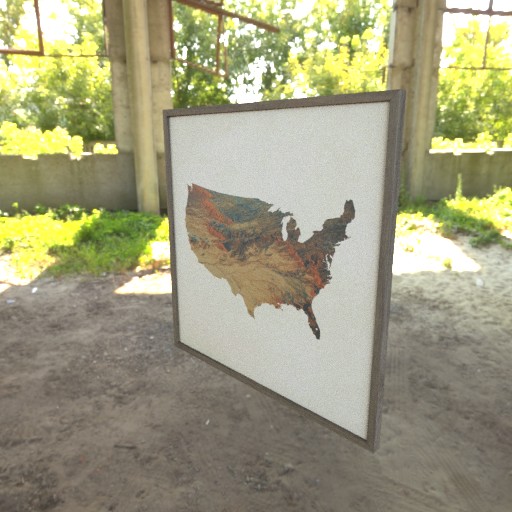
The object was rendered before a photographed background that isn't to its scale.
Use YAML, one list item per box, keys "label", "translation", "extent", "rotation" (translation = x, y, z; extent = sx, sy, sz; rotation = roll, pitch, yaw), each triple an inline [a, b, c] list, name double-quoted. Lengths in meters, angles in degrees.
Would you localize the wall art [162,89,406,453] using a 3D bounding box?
- label: "wall art"
  translation: [0.000, 0.000, 0.771]
  extent: [0.016, 0.507, 0.508]
  rotation: [-14, 20, -43]
